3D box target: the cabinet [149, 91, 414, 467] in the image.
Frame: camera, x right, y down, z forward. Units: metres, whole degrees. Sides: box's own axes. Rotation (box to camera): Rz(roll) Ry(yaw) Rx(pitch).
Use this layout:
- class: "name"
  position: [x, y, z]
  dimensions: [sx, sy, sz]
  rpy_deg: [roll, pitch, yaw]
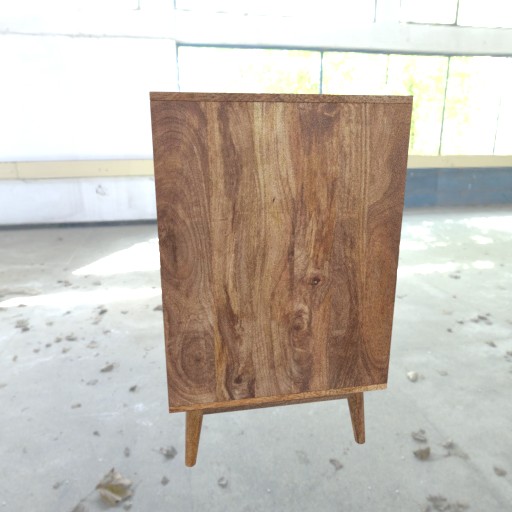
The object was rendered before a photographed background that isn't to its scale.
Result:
- class: "cabinet"
  position: [0.000, 0.000, 1.167]
  dimensions: [0.473, 0.758, 0.647]
  rpy_deg: [-3, 16, -10]
